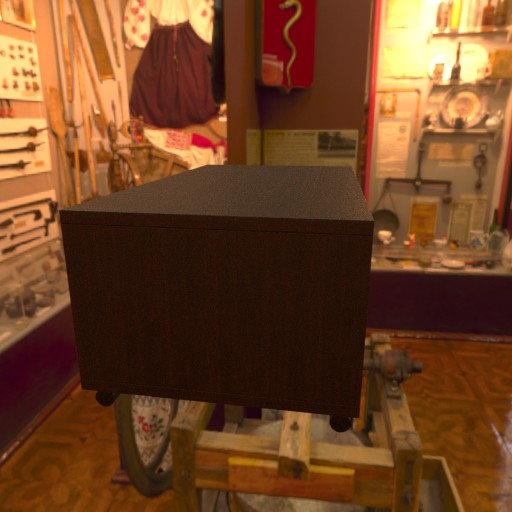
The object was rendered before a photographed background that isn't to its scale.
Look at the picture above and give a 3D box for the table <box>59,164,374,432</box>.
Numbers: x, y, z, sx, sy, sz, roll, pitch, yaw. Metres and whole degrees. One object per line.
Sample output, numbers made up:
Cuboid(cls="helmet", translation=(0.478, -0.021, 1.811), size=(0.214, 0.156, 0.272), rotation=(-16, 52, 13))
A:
Cuboid(cls="table", translation=(0.000, 0.000, 1.364), size=(0.590, 0.460, 1.050), rotation=(3, 17, 9))
